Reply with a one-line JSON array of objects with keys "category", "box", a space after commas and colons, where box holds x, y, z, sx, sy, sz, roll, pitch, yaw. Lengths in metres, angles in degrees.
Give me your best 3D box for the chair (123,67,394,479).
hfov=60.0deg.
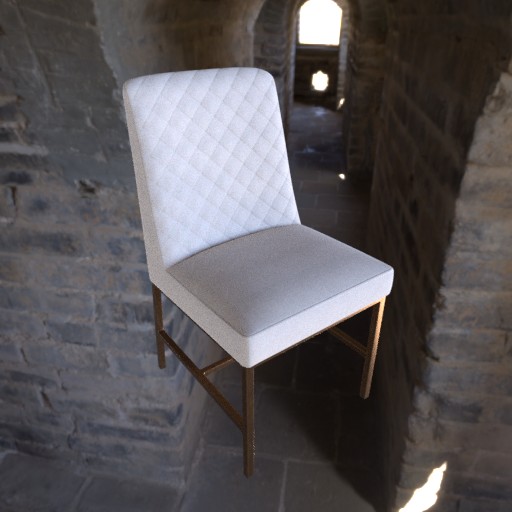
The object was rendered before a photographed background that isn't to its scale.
[{"category": "chair", "box": [0.000, 0.000, 1.259, 0.503, 0.933, 0.597, -20, 35, -32]}]
